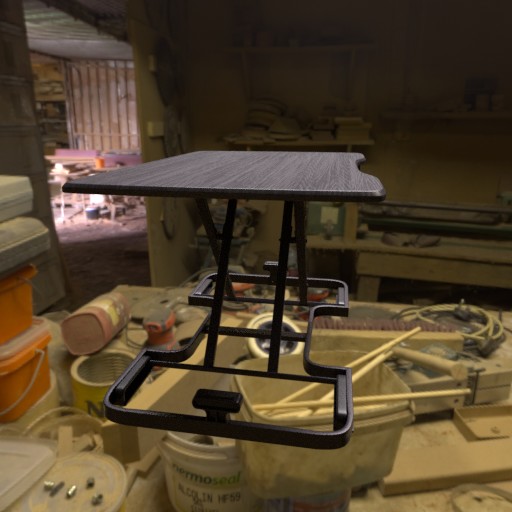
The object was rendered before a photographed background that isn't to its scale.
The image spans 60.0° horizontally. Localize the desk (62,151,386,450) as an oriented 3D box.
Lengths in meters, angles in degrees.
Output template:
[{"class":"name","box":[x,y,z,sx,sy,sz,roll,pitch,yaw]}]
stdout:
[{"class":"desk","box":[0.000,0.000,1.141,0.546,0.470,0.820,3,17,10]}]
